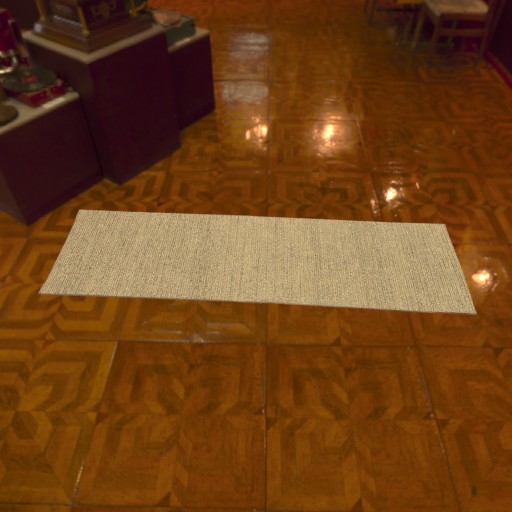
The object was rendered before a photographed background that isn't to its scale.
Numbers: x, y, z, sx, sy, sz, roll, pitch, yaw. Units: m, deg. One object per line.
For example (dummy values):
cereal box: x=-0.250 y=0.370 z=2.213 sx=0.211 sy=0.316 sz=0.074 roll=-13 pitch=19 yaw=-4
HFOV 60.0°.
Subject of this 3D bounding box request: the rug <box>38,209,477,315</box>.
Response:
rug: x=0.000 y=0.000 z=2.558 sx=2.320 sy=0.032 sz=0.692 roll=3 pitch=46 yaw=2
